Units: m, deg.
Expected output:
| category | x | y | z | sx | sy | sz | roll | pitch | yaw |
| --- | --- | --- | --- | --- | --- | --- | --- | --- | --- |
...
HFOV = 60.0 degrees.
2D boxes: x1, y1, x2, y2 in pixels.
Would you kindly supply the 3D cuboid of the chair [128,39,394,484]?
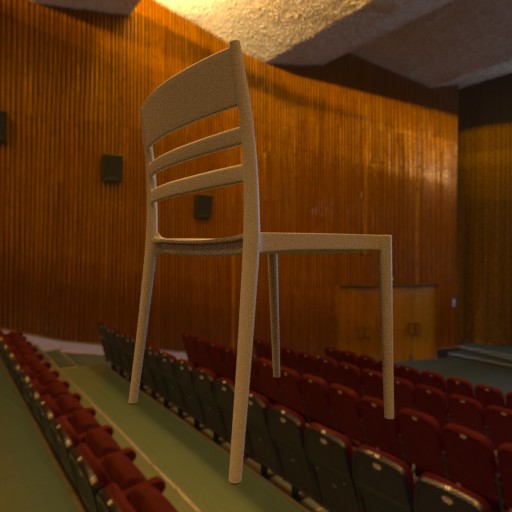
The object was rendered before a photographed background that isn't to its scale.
| category | x | y | z | sx | sy | sz | roll | pitch | yaw |
| --- | --- | --- | --- | --- | --- | --- | --- | --- | --- |
| chair | 0.000 | 0.000 | 1.126 | 0.511 | 0.800 | 0.531 | 0 | 1 | -36 |
